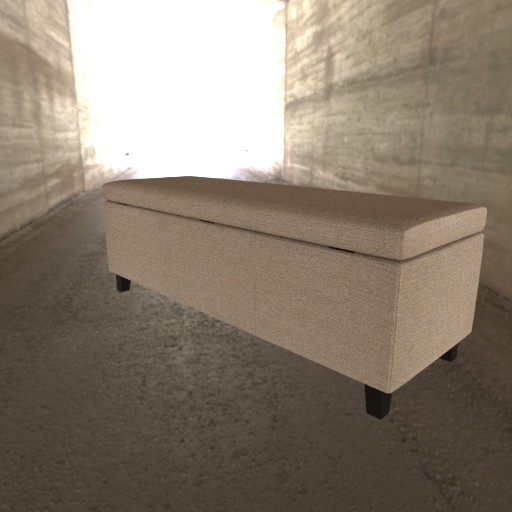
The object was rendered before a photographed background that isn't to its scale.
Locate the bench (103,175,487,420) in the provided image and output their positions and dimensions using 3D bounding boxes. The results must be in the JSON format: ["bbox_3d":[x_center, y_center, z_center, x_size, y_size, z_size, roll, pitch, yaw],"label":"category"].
[{"bbox_3d":[0.000,0.000,1.455,0.446,0.438,1.269,-14,20,-42],"label":"bench"}]
